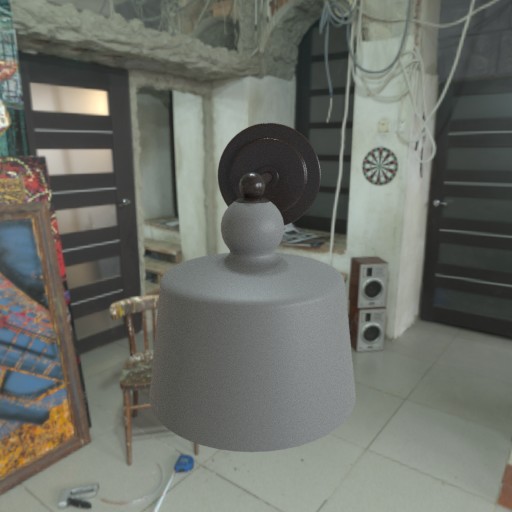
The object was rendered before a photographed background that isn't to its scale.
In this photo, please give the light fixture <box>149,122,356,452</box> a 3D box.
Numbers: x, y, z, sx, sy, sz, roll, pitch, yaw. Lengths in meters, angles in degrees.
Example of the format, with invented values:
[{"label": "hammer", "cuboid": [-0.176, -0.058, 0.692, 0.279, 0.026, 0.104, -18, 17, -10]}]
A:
[{"label": "light fixture", "cuboid": [0.000, 0.000, 0.443, 0.204, 0.268, 0.254, 2, 14, 7]}]
